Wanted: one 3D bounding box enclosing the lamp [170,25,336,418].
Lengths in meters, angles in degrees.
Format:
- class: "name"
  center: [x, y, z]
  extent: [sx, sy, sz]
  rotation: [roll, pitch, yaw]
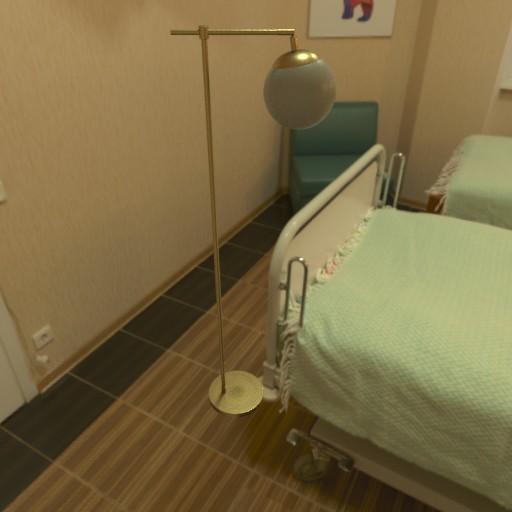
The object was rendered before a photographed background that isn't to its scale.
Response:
- class: "lamp"
  center: [0.000, 0.000, 1.627]
  extent: [0.476, 1.505, 0.249]
  rotation: [0, 32, 0]
